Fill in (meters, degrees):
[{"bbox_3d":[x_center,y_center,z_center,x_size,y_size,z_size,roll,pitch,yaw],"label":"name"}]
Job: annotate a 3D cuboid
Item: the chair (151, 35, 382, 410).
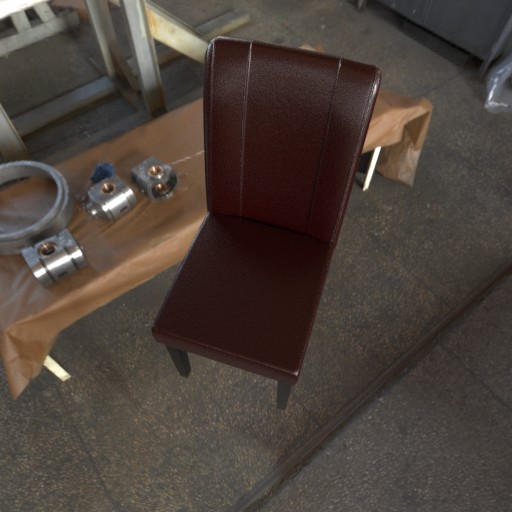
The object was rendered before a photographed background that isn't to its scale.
[{"bbox_3d":[0.000,0.000,1.202,0.399,0.897,0.556,15,59,10],"label":"chair"}]
